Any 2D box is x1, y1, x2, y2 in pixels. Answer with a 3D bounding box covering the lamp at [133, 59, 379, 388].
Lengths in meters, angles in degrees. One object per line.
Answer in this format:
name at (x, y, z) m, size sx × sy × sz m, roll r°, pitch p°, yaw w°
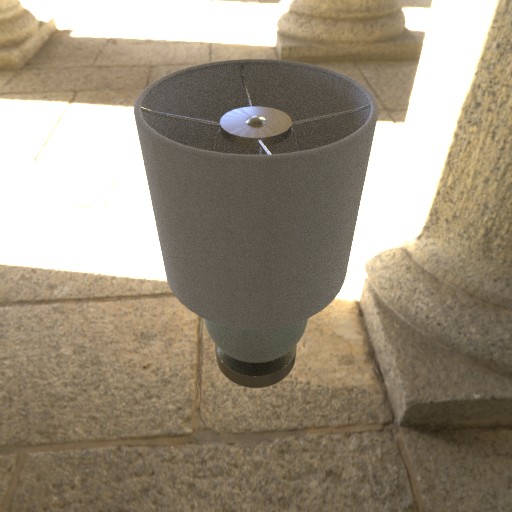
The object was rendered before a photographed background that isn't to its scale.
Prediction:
lamp at (0.000, 0.000, 0.487) m, size 0.201 × 0.353 × 0.201 m, roll -23°, pitch 47°, yaw -24°
